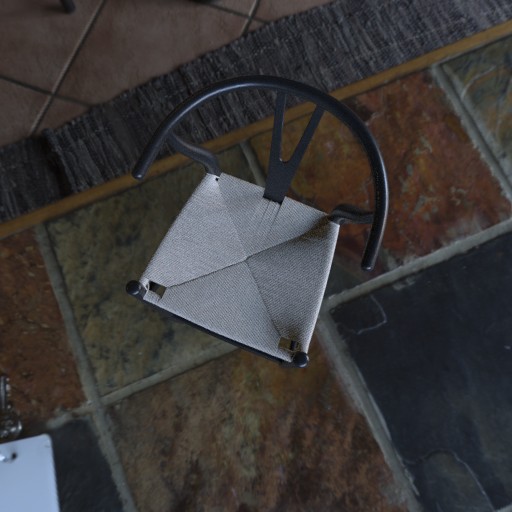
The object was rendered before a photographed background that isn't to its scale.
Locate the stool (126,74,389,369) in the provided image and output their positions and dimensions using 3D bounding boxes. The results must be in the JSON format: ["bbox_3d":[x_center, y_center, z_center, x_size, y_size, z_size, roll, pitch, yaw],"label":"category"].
[{"bbox_3d":[0.000,0.000,1.436,0.569,1.072,0.579,22,77,5],"label":"stool"}]
